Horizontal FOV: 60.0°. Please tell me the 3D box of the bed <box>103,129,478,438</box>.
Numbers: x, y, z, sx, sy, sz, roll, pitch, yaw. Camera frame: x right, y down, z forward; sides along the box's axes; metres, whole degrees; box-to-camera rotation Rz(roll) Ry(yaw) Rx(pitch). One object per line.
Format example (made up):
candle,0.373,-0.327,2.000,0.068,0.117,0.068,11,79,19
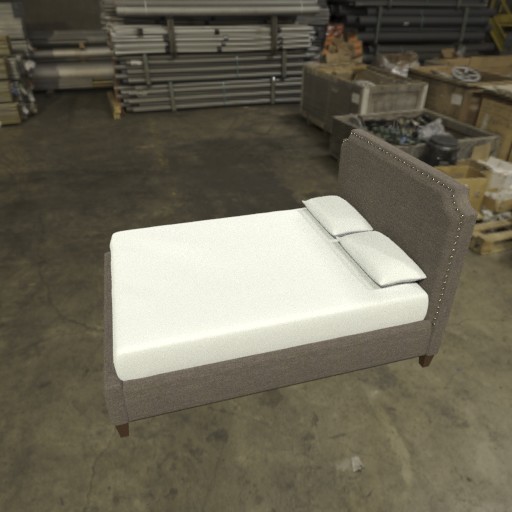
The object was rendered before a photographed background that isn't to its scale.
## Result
bed,0.000,0.000,3.470,2.381,1.457,1.713,-8,32,-14
